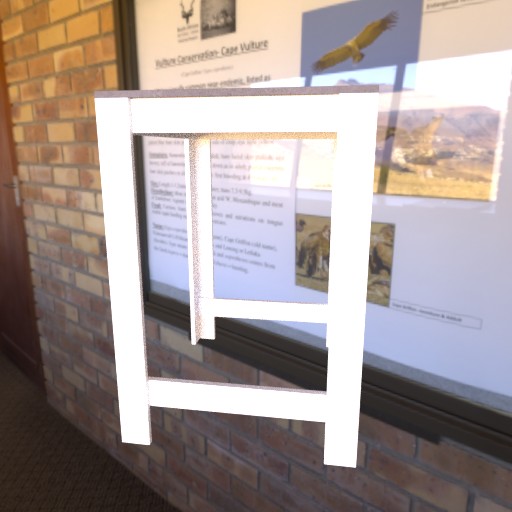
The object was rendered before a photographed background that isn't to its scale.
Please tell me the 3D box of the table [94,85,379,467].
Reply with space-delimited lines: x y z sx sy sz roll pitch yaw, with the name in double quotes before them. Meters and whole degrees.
"table" 0.000 0.000 1.569 0.700 1.020 0.800 2 14 9
